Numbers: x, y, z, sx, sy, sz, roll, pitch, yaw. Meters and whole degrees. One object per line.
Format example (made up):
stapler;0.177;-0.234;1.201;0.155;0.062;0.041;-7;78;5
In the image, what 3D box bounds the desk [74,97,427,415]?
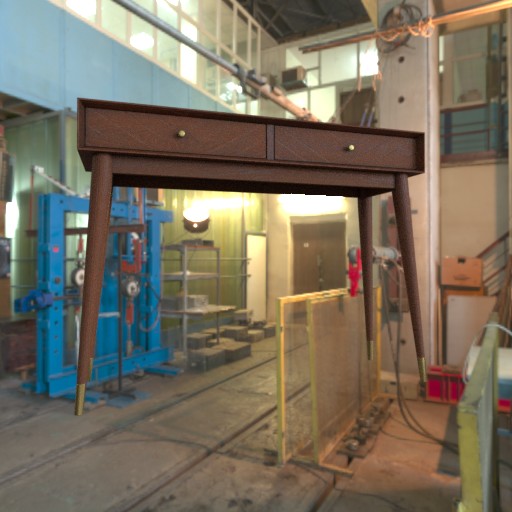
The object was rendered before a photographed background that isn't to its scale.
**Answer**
desk;0.000;0.000;1.626;1.204;0.917;0.384;0;0;-17
